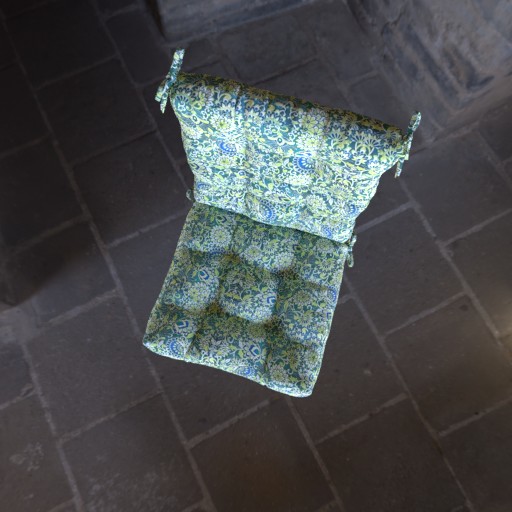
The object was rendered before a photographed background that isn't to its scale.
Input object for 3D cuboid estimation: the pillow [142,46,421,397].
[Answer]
[{"bbox_3d":[0.000,0.000,1.034,0.519,0.605,0.571,16,77,4],"label":"pillow"}]
